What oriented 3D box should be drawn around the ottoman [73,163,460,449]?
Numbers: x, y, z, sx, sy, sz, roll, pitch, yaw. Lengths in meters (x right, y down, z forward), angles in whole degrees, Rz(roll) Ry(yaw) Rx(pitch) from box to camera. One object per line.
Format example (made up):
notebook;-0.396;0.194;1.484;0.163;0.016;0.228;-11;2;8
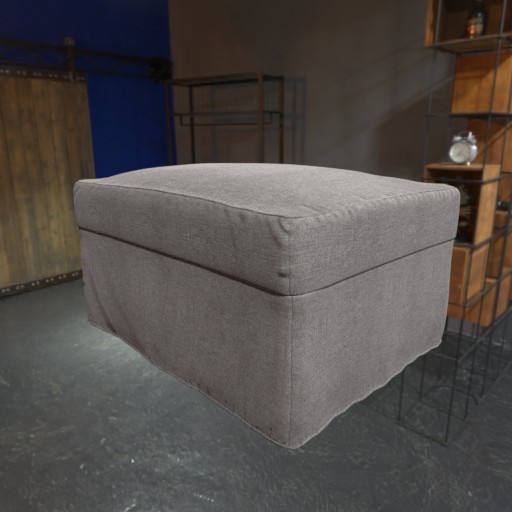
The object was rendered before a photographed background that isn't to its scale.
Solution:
ottoman;0.000;0.000;1.219;0.652;0.492;0.833;-14;21;-43
